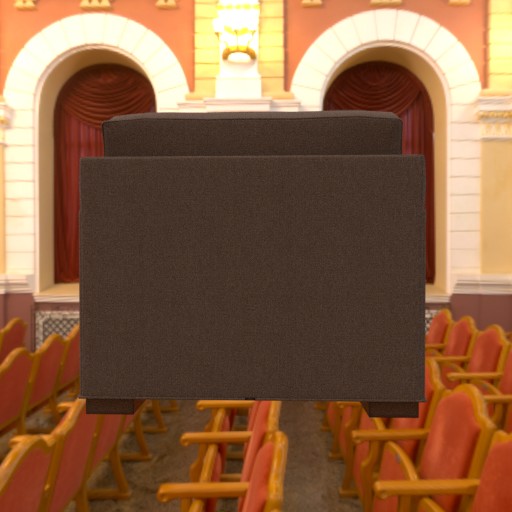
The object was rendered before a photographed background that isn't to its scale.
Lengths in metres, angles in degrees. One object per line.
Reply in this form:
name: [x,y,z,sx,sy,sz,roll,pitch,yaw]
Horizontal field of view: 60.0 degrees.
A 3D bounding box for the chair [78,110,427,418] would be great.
chair: [0.000,0.000,1.771,0.997,0.913,1.043,0,0,2]
